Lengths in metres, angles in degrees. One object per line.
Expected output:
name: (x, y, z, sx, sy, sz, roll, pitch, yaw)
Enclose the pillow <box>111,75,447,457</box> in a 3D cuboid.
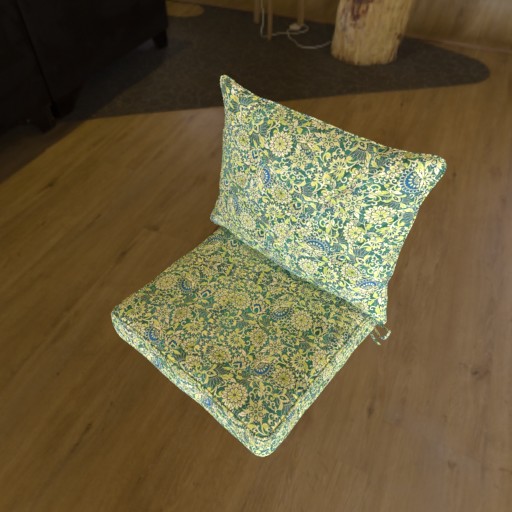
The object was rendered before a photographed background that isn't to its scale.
pillow: (0.000, 0.000, 1.355, 0.798, 0.722, 0.740, 32, 54, 27)
